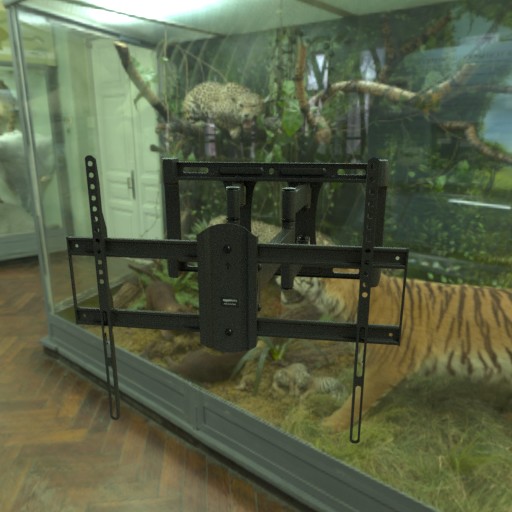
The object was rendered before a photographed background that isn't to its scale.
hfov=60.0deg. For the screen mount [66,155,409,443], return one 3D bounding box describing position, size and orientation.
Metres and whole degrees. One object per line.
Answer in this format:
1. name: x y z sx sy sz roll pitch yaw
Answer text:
1. screen mount: 0.000 0.000 0.906 0.571 0.424 0.556 2 16 8
